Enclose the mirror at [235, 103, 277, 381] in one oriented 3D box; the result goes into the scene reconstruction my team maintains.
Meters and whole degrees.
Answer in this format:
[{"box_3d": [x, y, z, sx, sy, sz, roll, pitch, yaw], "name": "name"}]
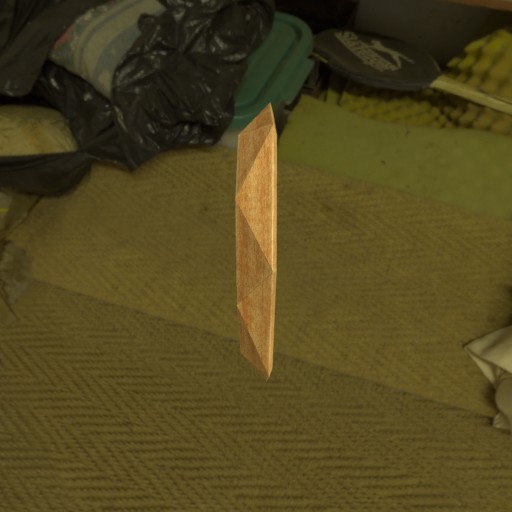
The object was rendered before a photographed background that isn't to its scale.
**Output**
[{"box_3d": [0.000, 0.000, 1.039, 0.070, 0.774, 0.577, 0, 56, 0], "name": "mirror"}]
